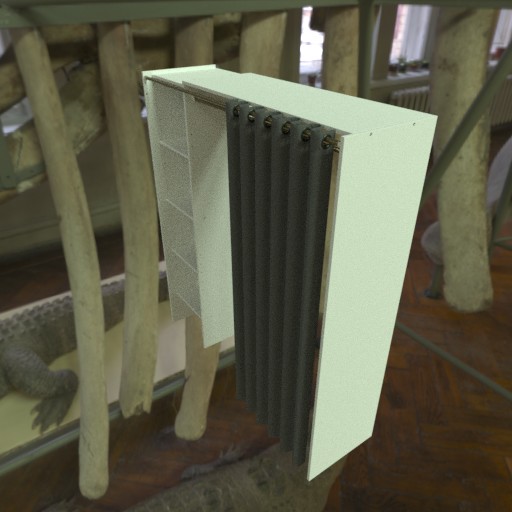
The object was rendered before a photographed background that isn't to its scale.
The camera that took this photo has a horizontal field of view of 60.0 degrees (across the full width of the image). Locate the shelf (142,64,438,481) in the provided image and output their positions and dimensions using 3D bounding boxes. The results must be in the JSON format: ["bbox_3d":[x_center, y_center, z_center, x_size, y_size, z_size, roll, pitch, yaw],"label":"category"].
[{"bbox_3d":[0.000,0.000,2.524,0.500,1.810,1.600,-20,36,-30],"label":"shelf"}]
